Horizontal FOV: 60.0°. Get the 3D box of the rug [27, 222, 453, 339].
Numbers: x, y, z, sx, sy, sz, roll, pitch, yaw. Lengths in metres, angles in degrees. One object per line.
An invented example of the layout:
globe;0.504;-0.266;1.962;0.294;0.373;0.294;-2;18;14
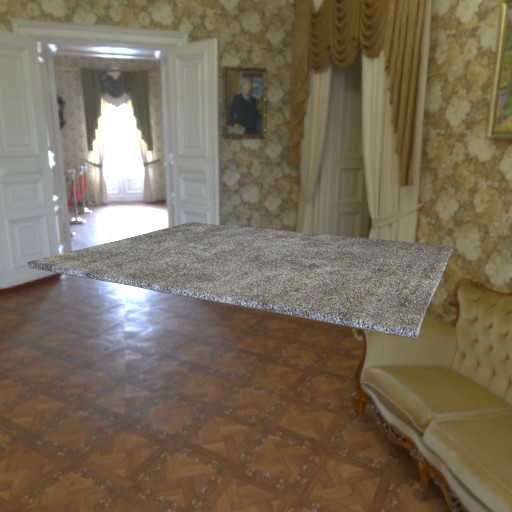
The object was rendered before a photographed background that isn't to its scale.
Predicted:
rug;0.000;0.000;2.063;1.601;0.025;1.198;7;15;27
